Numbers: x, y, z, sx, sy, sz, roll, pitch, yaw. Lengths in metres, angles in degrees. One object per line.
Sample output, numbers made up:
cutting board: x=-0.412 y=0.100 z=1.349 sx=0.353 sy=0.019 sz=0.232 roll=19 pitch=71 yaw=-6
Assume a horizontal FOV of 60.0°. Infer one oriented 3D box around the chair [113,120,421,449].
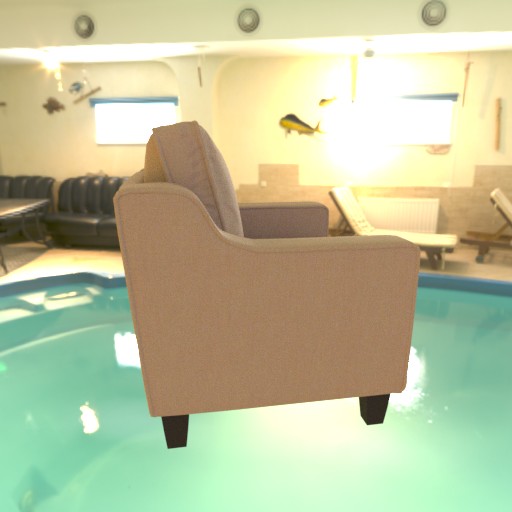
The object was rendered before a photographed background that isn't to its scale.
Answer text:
chair: x=0.000 y=0.000 z=1.661 sx=0.882 sy=0.948 sz=0.922 roll=-3 pitch=15 yaw=-10
